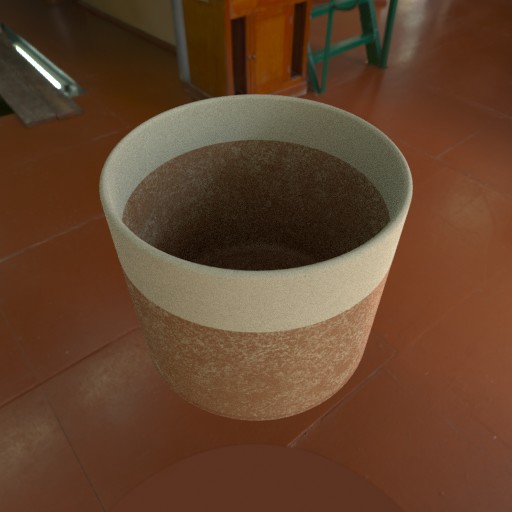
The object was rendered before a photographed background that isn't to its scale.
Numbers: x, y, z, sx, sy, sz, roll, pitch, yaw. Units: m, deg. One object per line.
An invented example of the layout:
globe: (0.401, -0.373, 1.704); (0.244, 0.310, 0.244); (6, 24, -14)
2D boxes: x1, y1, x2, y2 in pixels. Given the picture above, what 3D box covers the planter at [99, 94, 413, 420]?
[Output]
planter: (0.000, 0.000, 0.279); (0.159, 0.138, 0.159); (0, 45, 0)
